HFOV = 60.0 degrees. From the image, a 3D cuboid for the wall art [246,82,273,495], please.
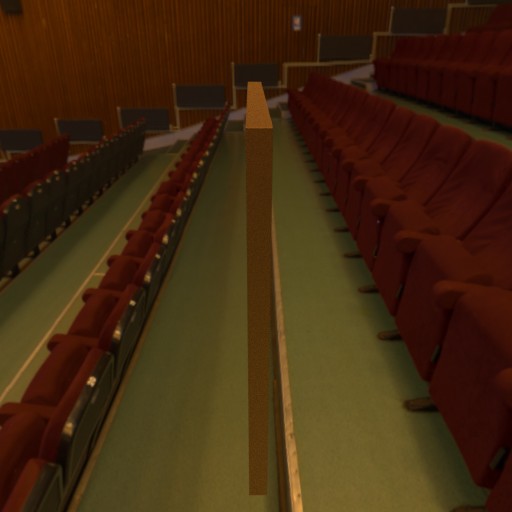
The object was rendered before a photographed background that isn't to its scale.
[{"bbox_3d":[0.000,0.000,1.120,0.038,0.762,0.762,0,26,-1],"label":"wall art"}]
